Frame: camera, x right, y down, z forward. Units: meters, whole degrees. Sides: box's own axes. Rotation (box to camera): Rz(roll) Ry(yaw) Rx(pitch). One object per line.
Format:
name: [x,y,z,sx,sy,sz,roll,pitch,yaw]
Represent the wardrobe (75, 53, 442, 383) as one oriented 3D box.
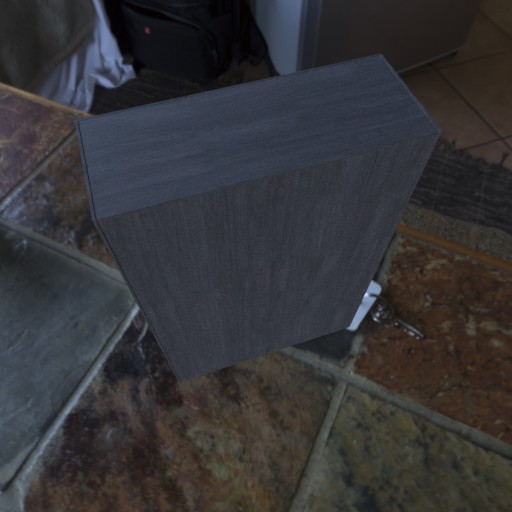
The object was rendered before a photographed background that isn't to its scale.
wardrobe: [0.000,0.000,2.484,1.290,1.910,0.510,-16,60,-10]
